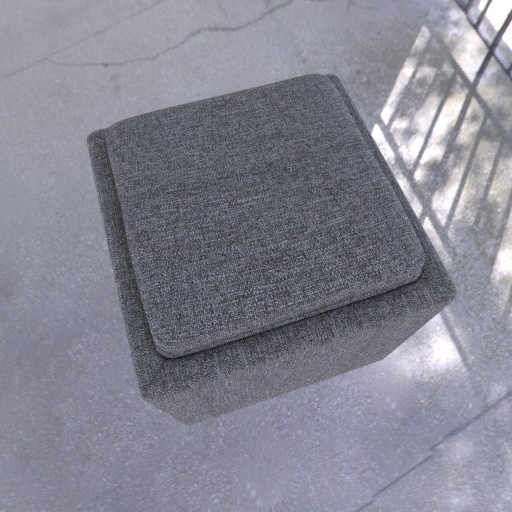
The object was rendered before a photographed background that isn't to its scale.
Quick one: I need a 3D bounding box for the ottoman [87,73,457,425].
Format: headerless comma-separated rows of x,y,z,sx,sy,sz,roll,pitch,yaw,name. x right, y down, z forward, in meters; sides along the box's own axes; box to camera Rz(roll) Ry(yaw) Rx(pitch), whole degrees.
0.000,0.000,0.820,0.450,0.460,0.450,-17,66,-8,ottoman
